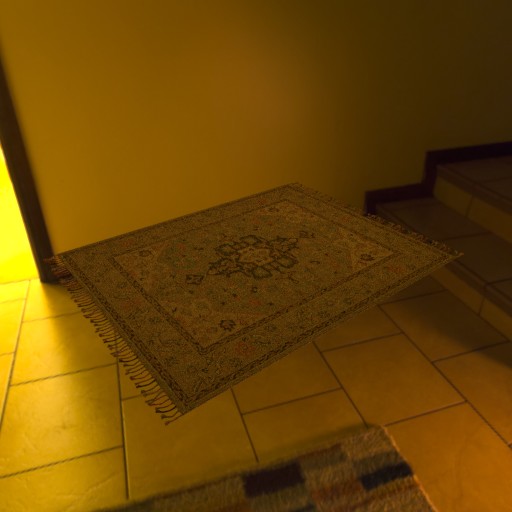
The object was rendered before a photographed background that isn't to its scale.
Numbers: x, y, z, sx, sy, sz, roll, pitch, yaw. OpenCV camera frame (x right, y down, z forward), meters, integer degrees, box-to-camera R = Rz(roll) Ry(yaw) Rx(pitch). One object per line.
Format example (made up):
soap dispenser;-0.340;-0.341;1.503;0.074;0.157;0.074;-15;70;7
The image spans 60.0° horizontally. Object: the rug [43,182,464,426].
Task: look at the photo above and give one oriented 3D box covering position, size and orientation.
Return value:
rug;0.000;0.000;3.458;2.651;0.010;1.971;-22;37;-32
